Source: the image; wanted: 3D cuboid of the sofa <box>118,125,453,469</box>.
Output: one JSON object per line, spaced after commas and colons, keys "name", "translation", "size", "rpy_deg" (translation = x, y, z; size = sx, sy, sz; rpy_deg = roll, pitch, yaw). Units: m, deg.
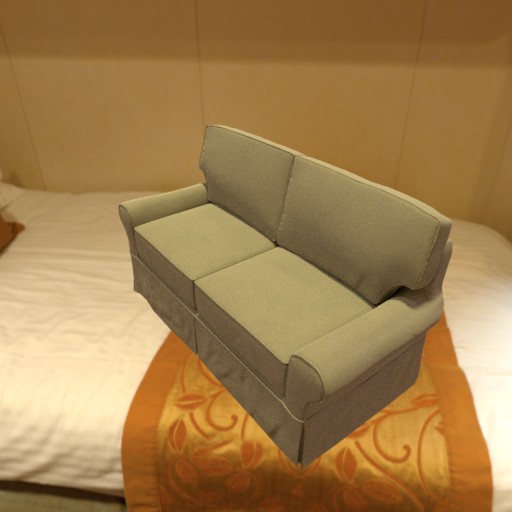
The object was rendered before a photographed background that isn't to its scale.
{"name": "sofa", "translation": [0.000, 0.000, 2.365], "size": [0.841, 1.024, 1.823], "rpy_deg": [-22, 38, -31]}
